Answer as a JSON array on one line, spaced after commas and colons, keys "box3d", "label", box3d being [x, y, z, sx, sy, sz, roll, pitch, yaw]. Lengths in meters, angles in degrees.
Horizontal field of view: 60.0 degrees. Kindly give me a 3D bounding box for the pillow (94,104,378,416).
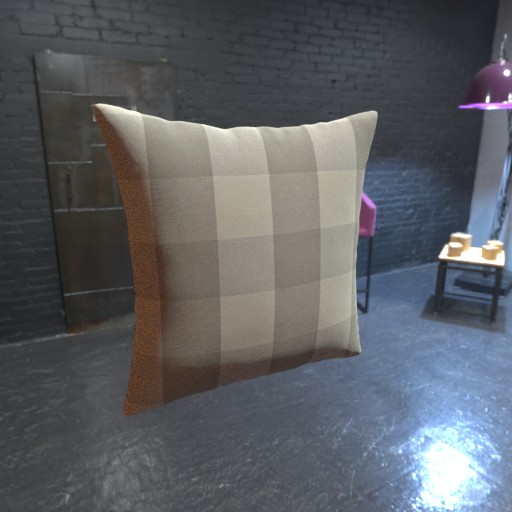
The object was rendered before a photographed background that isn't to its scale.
[{"box3d": [0.000, 0.000, 0.801, 0.511, 0.509, 0.161, -8, 17, -25], "label": "pillow"}]
